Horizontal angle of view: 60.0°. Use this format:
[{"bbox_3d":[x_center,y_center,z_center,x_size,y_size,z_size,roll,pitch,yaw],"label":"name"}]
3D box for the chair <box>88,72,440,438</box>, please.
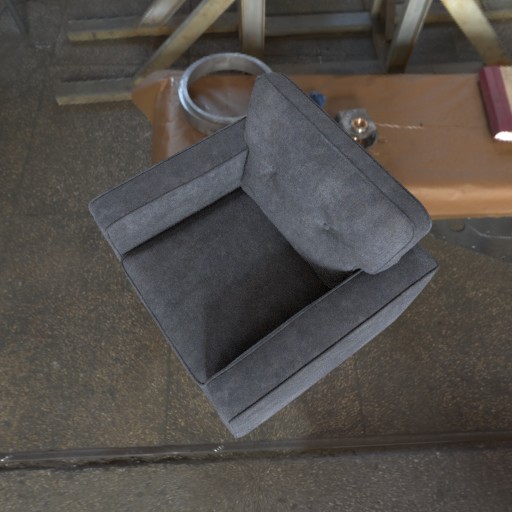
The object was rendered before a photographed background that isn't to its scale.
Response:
[{"bbox_3d":[0.000,0.000,1.791,0.939,0.965,1.015,-33,68,-15],"label":"chair"}]
